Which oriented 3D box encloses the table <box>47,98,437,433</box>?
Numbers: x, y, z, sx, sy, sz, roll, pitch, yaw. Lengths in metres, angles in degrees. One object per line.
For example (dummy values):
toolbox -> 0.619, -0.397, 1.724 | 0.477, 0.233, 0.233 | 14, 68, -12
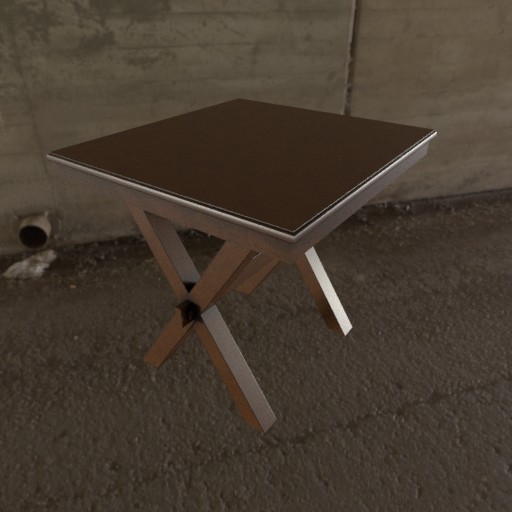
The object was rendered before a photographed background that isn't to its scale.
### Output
table -> 0.000, 0.000, 1.064 | 0.560, 0.562, 0.602 | 21, 37, 30
